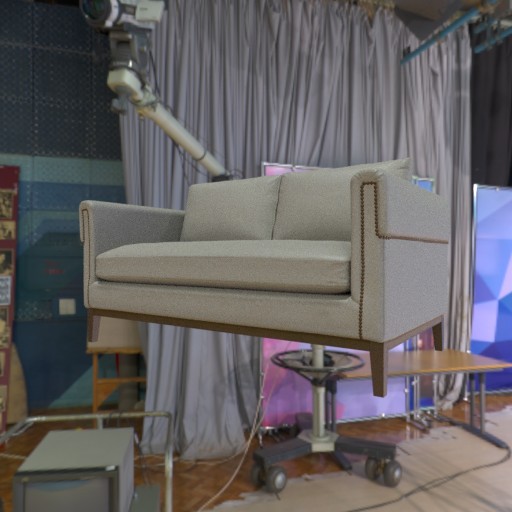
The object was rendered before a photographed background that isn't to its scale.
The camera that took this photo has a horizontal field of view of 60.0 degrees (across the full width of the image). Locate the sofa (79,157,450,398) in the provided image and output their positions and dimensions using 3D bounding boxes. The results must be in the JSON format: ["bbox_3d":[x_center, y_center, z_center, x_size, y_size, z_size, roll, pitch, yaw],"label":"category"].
[{"bbox_3d":[0.000,0.000,2.140,1.598,0.873,0.899,0,0,35],"label":"sofa"}]
